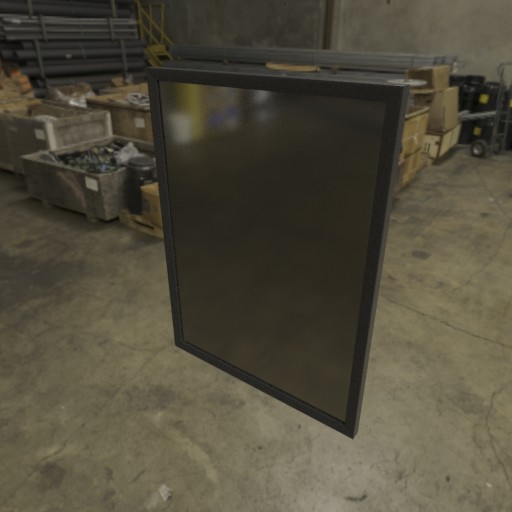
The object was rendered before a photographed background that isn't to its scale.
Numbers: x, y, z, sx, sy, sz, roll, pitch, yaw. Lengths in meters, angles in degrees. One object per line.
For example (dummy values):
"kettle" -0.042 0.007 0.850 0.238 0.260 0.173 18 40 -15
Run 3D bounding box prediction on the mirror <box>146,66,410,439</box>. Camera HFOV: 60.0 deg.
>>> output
"mirror" 0.000 0.000 1.334 0.762 1.016 0.040 18 33 31
